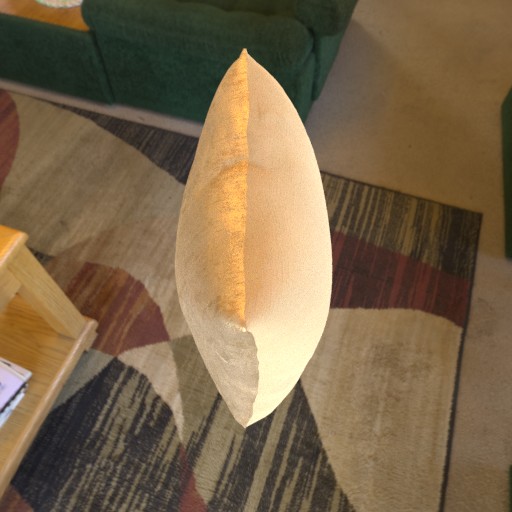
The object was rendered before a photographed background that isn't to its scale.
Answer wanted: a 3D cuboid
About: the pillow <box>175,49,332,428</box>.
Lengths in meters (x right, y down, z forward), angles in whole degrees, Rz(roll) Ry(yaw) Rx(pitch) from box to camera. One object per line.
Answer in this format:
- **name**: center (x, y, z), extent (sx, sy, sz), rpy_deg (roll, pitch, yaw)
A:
- **pillow**: center (0.000, 0.000, 0.719), extent (0.245, 0.448, 0.450), rpy_deg (1, 58, 1)
